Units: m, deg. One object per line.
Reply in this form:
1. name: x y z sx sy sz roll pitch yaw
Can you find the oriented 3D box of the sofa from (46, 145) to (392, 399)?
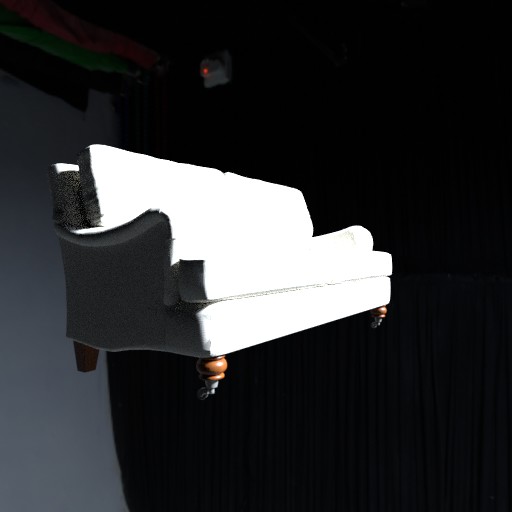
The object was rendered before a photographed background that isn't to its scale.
1. sofa: 0.000 0.000 2.733 1.086 1.087 2.159 0 1 34
